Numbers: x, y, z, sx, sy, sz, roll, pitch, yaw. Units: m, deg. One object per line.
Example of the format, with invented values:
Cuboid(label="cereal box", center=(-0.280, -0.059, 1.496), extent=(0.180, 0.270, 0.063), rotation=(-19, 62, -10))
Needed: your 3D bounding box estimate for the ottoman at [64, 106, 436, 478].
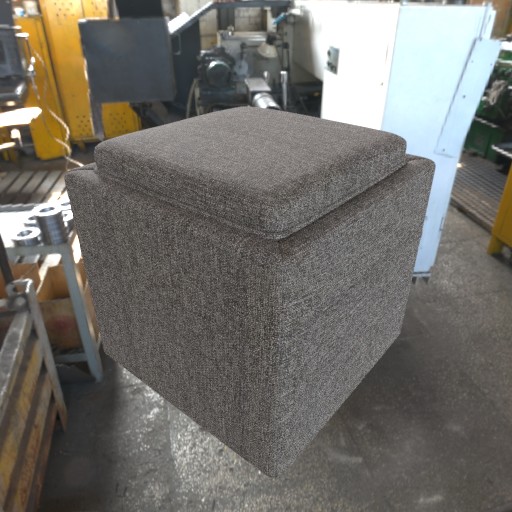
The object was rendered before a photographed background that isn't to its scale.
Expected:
Cuboid(label="ottoman", center=(0.000, 0.000, 0.822), extent=(0.450, 0.460, 0.450), rotation=(23, 37, 33))
